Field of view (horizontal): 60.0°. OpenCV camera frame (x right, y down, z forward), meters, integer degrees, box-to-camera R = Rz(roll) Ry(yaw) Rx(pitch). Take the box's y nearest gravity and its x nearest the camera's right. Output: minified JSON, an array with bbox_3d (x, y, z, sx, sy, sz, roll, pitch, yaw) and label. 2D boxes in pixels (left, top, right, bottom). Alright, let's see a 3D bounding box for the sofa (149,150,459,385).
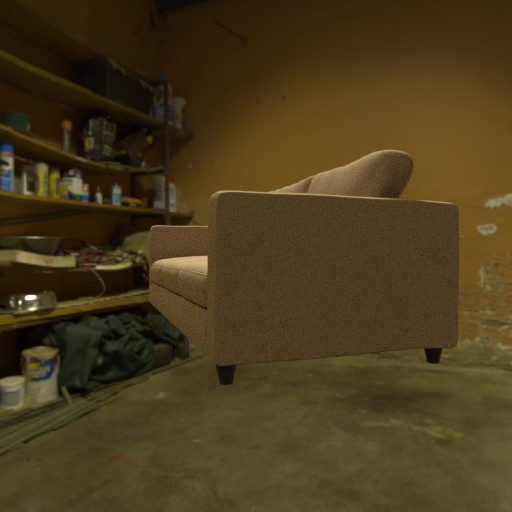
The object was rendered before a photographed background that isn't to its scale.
[{"bbox_3d":[0.000,0.000,2.335,0.930,0.800,1.855,0,0,-19],"label":"sofa"}]
